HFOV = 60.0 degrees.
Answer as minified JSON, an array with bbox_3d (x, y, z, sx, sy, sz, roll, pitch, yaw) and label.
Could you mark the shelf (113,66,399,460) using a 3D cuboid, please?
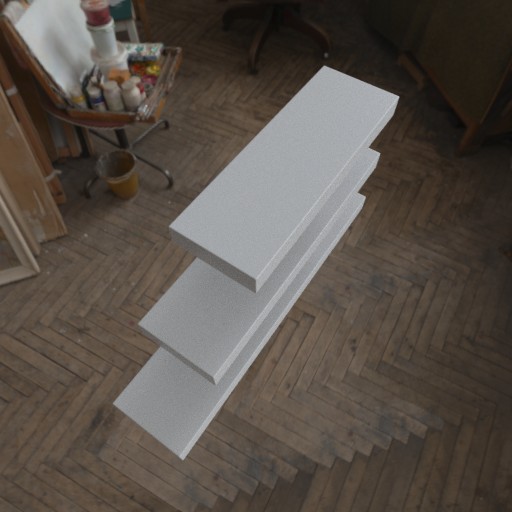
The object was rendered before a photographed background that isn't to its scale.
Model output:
[{"bbox_3d":[0.000,0.000,0.728,0.140,0.293,0.610,31,63,17],"label":"shelf"}]
